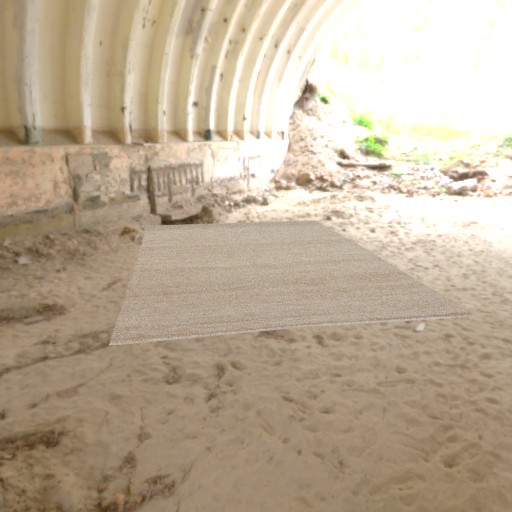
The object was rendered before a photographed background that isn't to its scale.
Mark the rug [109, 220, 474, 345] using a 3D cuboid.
[{"bbox_3d":[0.000,0.000,2.952,1.574,0.029,2.346,-3,15,-10],"label":"rug"}]
